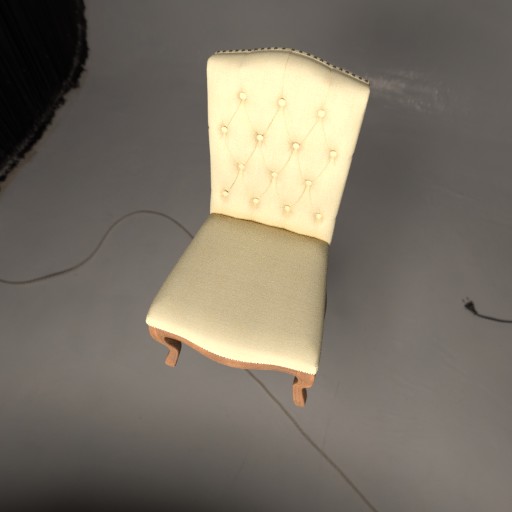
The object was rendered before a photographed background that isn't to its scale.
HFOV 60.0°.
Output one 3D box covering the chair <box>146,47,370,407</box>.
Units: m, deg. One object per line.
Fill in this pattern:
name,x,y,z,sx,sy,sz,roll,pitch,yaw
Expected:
chair,0.000,0.000,1.566,0.623,1.165,0.715,15,61,8
